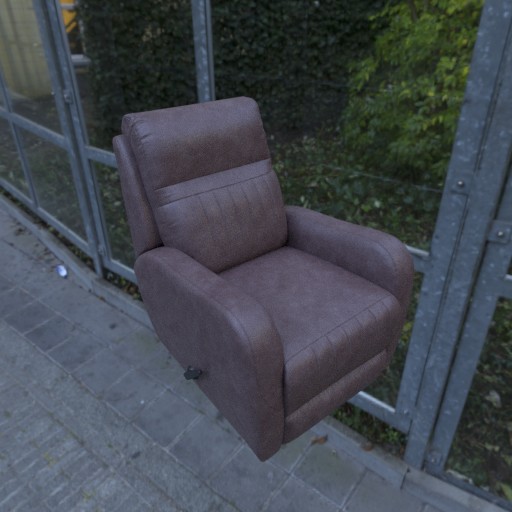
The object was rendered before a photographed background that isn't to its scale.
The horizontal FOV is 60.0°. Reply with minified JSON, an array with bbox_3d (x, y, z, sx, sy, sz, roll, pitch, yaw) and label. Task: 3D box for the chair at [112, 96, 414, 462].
[{"bbox_3d":[0.000,0.000,1.810,0.865,1.067,1.067,-22,37,-33],"label":"chair"}]
